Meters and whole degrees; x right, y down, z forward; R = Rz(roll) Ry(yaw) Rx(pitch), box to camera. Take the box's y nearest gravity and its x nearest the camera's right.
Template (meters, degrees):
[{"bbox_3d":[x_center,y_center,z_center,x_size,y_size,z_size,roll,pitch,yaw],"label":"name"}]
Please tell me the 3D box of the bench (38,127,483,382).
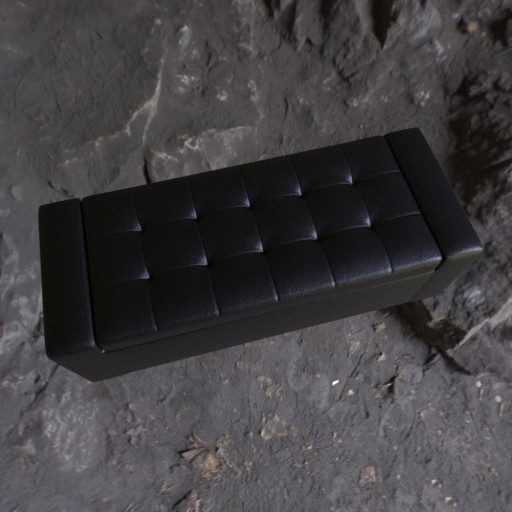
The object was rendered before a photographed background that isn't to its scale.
[{"bbox_3d":[0.000,0.000,1.542,1.296,0.445,0.508,-13,65,-6],"label":"bench"}]
